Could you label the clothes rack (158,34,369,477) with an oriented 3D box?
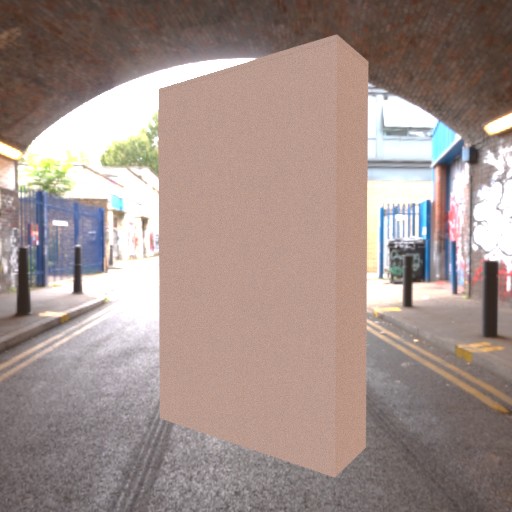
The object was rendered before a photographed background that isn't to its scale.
[{"bbox_3d":[0.000,0.000,1.600,0.750,1.280,0.250,1,2,36],"label":"clothes rack"}]
